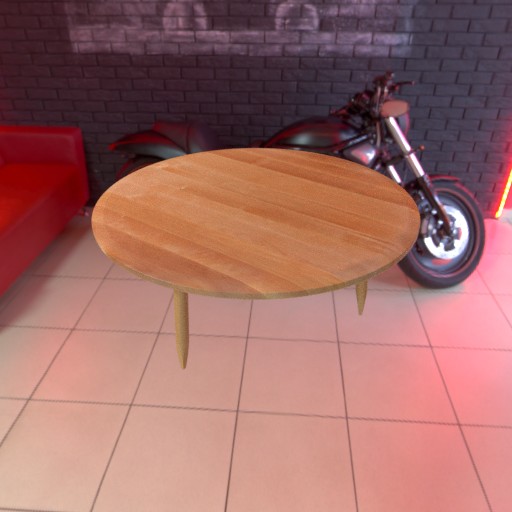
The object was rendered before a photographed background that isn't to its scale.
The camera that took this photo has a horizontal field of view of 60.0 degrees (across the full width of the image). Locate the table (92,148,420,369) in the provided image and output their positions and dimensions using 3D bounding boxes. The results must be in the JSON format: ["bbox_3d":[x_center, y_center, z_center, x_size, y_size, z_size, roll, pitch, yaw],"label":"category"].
[{"bbox_3d":[0.000,0.000,1.374,0.900,0.400,0.900,0,32,0],"label":"table"}]
